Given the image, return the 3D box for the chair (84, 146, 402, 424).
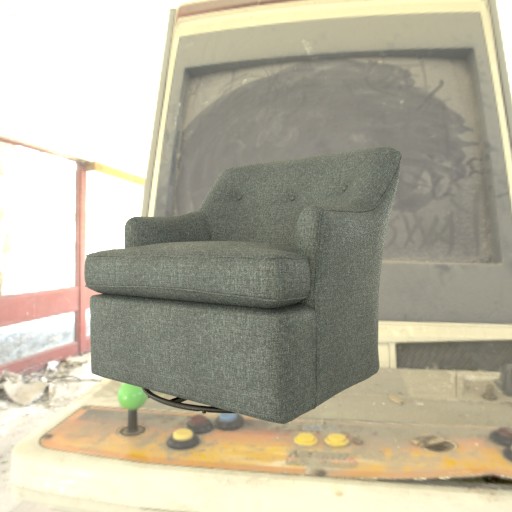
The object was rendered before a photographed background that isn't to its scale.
[{"bbox_3d":[0.000,0.000,1.608,0.864,0.856,0.923,0,1,35],"label":"chair"}]
